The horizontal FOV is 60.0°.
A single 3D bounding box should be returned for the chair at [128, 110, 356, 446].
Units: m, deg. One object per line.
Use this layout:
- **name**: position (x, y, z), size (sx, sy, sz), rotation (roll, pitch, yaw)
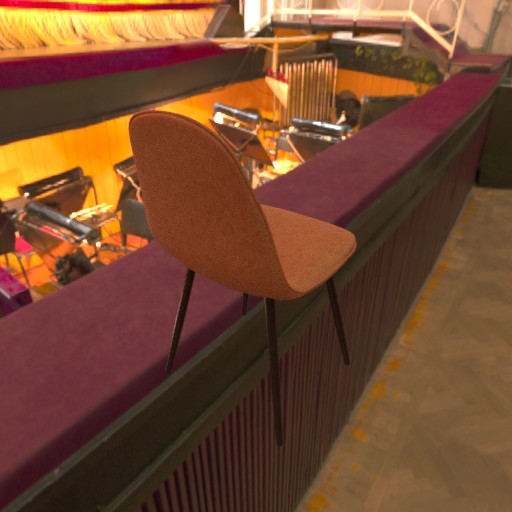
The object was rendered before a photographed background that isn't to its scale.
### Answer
- **chair**: position (0.000, 0.000, 1.262), size (0.472, 0.889, 0.561), rotation (21, 36, 32)
